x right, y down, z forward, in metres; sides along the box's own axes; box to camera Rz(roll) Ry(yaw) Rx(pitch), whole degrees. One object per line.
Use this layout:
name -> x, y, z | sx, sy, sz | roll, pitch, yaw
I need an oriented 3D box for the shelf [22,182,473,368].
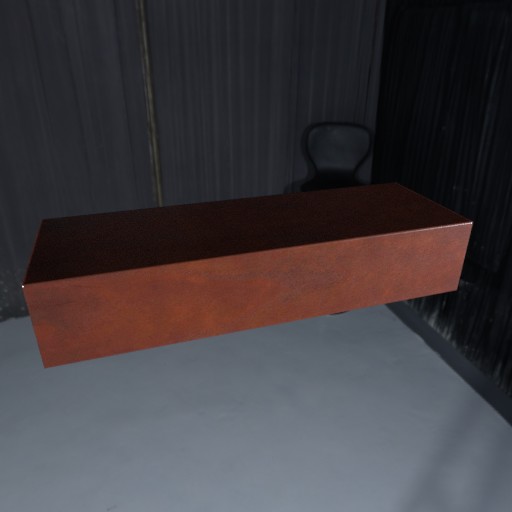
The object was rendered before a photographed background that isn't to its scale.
shelf -> 0.000, 0.000, 0.514 | 0.457, 0.088, 0.152 | -8, 28, -16
